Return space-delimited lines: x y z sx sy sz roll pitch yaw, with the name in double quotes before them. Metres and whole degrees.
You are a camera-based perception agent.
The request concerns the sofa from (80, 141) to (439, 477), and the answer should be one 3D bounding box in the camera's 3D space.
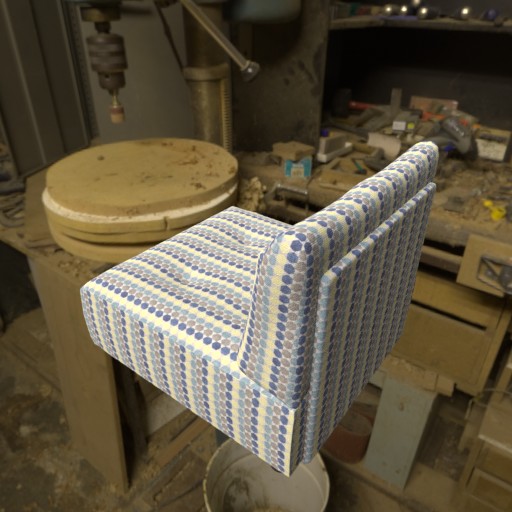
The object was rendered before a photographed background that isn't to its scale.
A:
"sofa" 0.000 0.000 1.680 1.000 0.830 0.930 22 37 31
